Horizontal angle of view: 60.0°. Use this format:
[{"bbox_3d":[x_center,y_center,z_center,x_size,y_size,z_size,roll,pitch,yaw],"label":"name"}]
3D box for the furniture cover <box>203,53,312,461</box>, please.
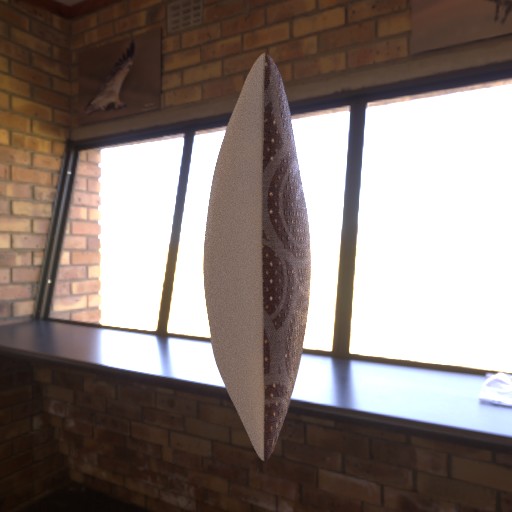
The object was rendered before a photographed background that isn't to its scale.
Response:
[{"bbox_3d":[0.000,0.000,0.818,0.193,0.509,0.552,0,0,-2],"label":"furniture cover"}]
